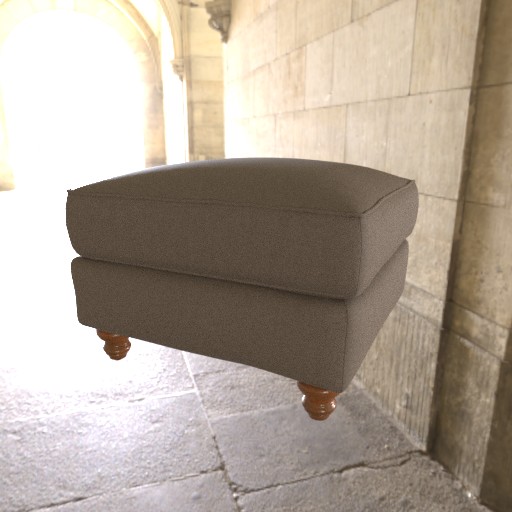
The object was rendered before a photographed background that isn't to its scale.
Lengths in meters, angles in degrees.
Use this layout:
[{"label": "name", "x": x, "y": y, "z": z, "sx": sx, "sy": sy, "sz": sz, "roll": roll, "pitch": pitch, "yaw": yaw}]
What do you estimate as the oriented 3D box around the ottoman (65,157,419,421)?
[{"label": "ottoman", "x": 0.000, "y": 0.000, "z": 1.170, "sx": 0.721, "sy": 0.505, "sz": 0.662, "roll": 8, "pitch": 17, "yaw": 26}]
